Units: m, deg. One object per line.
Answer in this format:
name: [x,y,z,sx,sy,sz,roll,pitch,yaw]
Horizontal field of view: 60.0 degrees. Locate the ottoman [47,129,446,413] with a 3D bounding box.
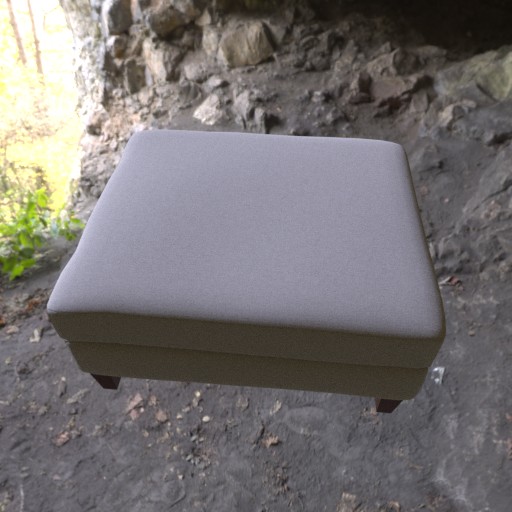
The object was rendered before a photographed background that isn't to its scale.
ottoman: [0.000,0.000,1.446,0.976,0.492,0.836,4,48,3]
